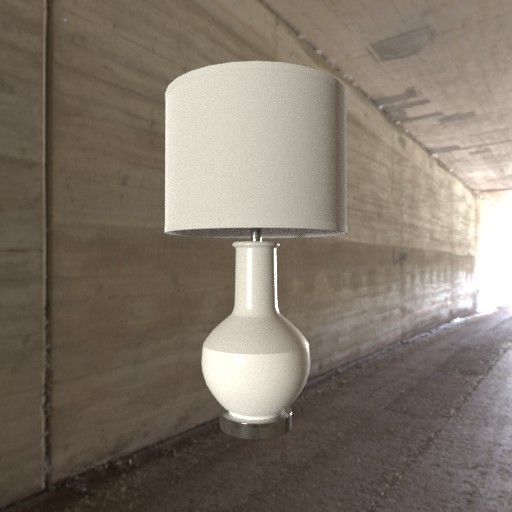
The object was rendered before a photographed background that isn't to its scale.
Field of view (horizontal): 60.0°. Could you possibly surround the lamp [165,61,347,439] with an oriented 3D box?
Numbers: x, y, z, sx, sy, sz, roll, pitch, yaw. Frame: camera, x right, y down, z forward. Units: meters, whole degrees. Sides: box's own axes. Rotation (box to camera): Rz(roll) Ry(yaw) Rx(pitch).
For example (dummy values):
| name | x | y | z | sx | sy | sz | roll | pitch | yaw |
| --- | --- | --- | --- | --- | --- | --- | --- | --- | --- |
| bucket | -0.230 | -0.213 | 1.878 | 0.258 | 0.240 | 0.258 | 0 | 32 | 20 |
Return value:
| name | x | y | z | sx | sy | sz | roll | pitch | yaw |
| --- | --- | --- | --- | --- | --- | --- | --- | --- | --- |
| lamp | 0.000 | 0.000 | 0.884 | 0.357 | 0.673 | 0.357 | 0 | 0 | 0 |
